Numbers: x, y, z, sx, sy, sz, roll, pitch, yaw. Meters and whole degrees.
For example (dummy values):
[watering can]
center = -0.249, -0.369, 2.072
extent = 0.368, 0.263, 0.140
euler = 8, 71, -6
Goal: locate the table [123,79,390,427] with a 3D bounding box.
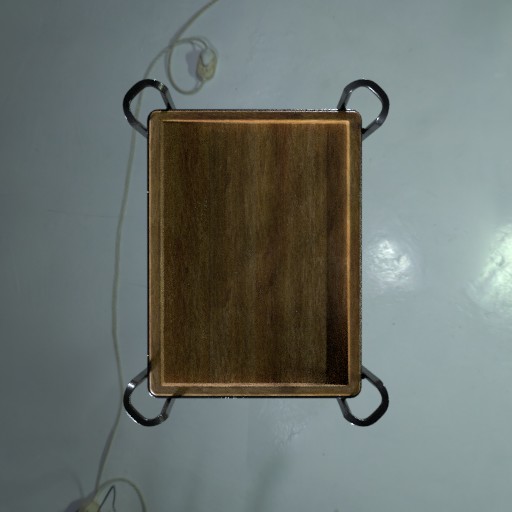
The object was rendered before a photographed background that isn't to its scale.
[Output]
[table]
center = 0.000, 0.000, 1.226
extent = 0.505, 0.785, 0.672
euler = 0, 90, 0
